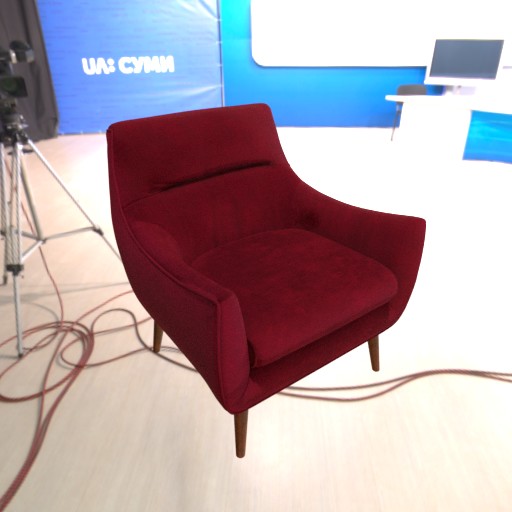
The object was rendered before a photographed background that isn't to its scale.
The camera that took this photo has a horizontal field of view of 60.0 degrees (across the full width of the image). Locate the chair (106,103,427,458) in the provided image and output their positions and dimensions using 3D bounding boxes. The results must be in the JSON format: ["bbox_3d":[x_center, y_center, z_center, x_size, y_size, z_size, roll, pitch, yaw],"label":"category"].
[{"bbox_3d":[0.000,0.000,1.469,0.762,0.838,0.787,-19,34,-31],"label":"chair"}]
